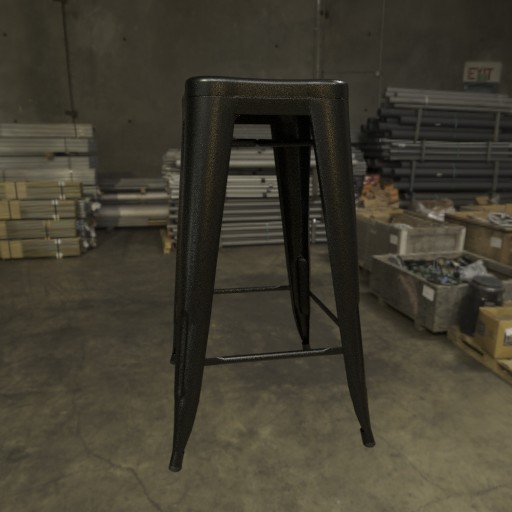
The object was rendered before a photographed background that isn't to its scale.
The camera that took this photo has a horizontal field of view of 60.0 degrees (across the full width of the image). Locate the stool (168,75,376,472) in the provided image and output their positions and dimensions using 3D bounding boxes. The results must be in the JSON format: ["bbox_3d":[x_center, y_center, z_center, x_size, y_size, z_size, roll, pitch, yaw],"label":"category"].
[{"bbox_3d":[0.000,0.000,0.858,0.359,0.609,0.399,-3,14,-10],"label":"stool"}]
